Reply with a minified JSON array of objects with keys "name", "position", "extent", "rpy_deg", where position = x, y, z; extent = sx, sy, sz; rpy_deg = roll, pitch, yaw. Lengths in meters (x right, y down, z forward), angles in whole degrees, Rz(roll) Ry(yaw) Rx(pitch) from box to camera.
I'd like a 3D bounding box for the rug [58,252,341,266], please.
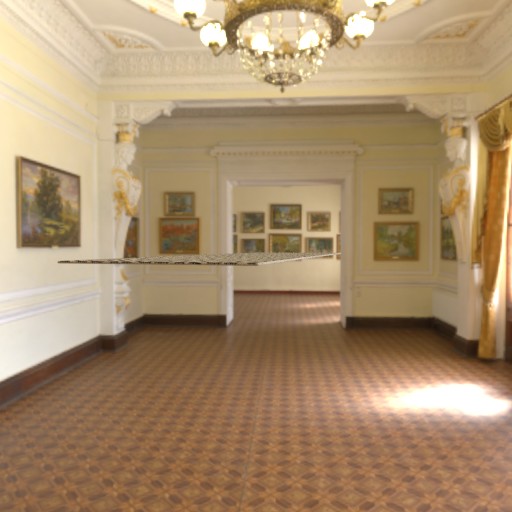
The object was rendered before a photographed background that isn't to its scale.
[{"name":"rug","position":[0.000,0.000,2.637],"extent":[0.750,0.009,2.435],"rpy_deg":[0,1,17]}]
